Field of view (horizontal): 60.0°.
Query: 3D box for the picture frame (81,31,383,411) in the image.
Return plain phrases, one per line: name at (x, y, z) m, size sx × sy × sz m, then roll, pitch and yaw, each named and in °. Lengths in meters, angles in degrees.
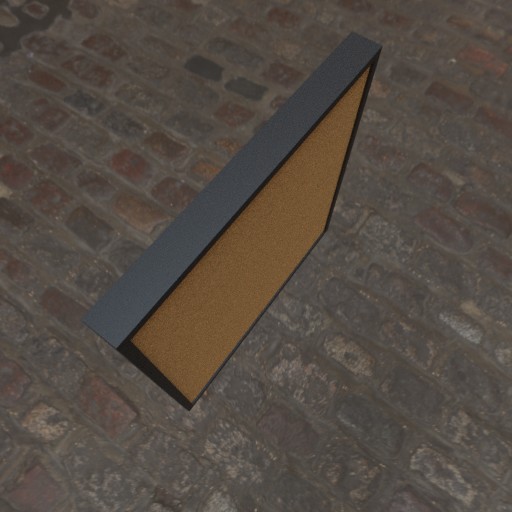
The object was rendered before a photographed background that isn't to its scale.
picture frame at (0.000, 0.000, 0.462) m, size 0.030 × 0.317 × 0.317 m, roll 34°, pitch 69°, yaw 15°
